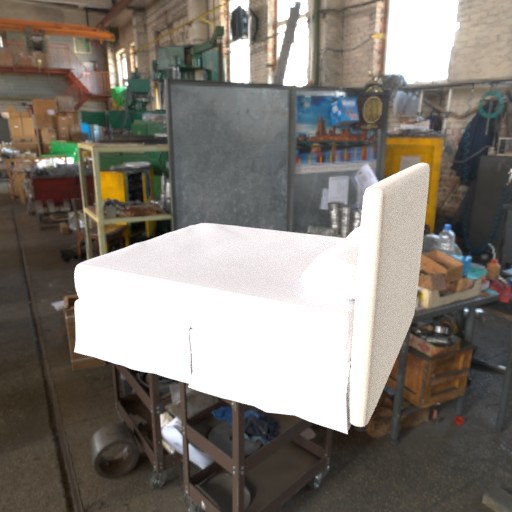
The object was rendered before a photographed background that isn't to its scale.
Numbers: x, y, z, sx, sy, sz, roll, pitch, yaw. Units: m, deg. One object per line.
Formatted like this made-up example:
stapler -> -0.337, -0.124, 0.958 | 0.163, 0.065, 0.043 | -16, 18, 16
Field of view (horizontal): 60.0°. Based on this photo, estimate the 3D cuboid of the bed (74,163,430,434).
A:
bed -> 0.000, 0.000, 3.281 | 2.142, 1.330, 1.713 | 8, 18, 26
